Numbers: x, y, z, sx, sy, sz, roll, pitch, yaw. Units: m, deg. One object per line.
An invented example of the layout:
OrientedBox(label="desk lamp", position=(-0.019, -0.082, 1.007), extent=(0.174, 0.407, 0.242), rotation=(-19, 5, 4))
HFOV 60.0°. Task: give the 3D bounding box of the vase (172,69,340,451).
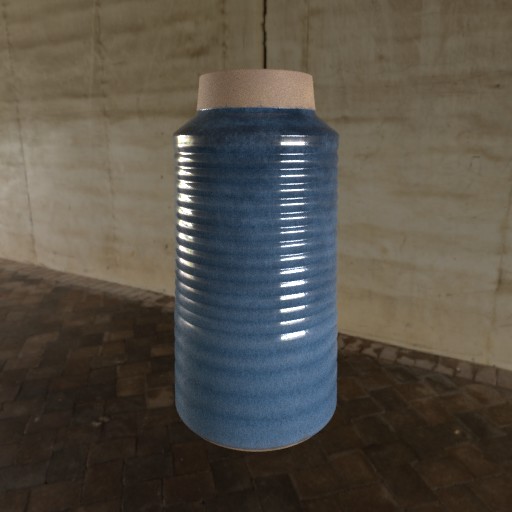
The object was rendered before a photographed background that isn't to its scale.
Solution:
OrientedBox(label="vase", position=(0.000, 0.000, 0.419), extent=(0.163, 0.316, 0.163), rotation=(0, 15, 0))
